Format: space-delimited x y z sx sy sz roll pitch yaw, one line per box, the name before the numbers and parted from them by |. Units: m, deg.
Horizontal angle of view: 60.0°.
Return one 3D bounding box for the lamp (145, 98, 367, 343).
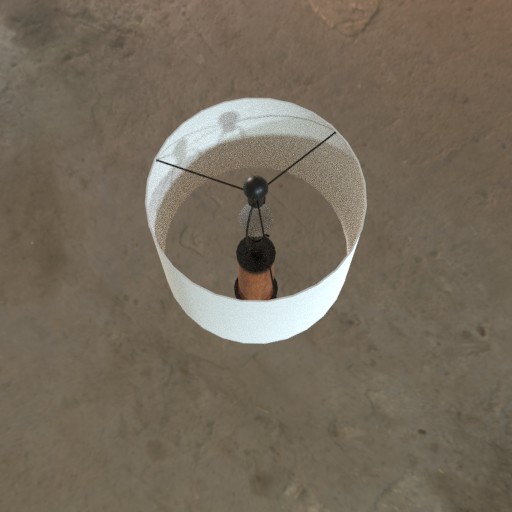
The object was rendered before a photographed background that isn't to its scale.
lamp | 0.000 0.000 0.874 0.349 0.667 0.349 0 74 0
